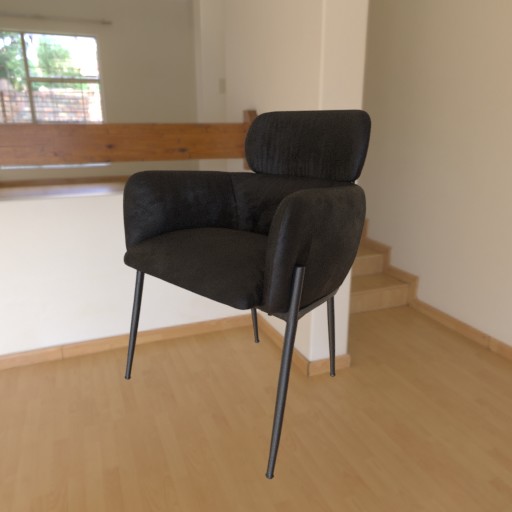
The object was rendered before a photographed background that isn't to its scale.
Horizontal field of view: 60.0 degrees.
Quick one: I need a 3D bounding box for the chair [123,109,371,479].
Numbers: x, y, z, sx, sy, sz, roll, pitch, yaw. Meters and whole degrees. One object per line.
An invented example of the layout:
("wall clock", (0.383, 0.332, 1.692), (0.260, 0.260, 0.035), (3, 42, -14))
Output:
("chair", (0.000, 0.000, 1.292), (0.640, 0.818, 0.604), (15, 22, 41))
